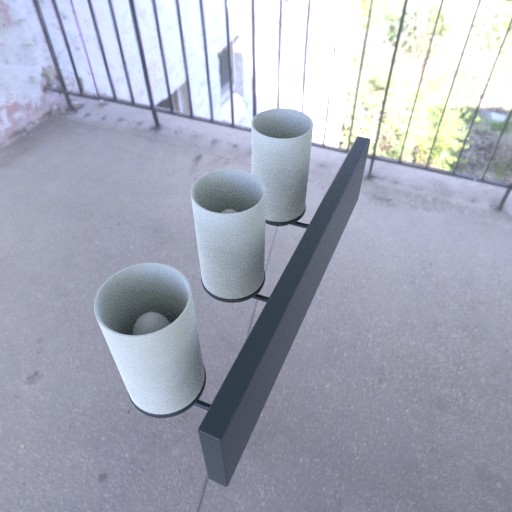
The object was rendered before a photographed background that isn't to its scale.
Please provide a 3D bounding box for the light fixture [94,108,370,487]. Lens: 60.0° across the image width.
[{"bbox_3d":[0.000,0.000,0.520,0.145,0.172,0.451,18,48,17],"label":"light fixture"}]
